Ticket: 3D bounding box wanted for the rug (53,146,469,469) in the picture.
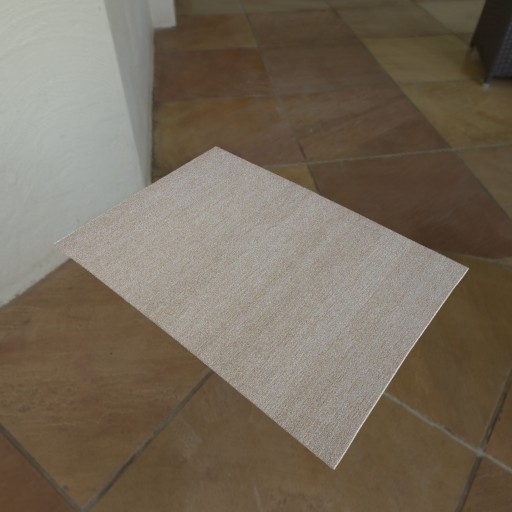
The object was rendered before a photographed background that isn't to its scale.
[{"bbox_3d":[0.000,0.000,3.711,2.869,0.038,2.032,31,53,27],"label":"rug"}]
